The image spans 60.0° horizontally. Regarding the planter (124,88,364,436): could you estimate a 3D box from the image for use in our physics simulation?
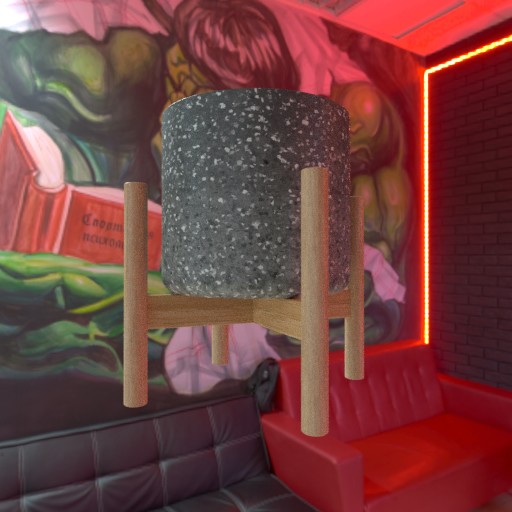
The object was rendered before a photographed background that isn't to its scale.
[{"bbox_3d":[0.000,0.000,0.534,0.284,0.320,0.284,0,0,0],"label":"planter"}]
